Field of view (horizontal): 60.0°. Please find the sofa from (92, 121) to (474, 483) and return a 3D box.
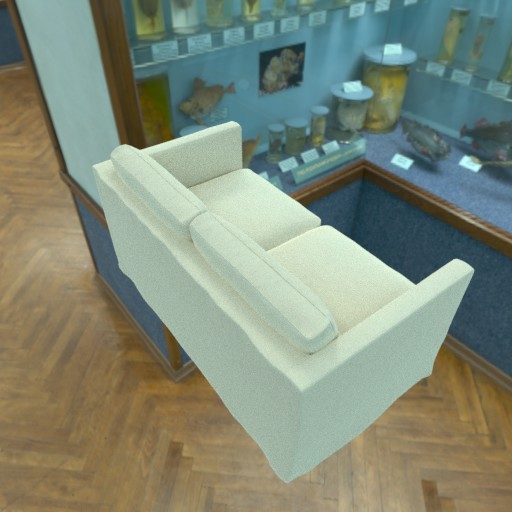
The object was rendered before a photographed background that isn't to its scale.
[{"bbox_3d":[0.000,0.000,2.270,0.962,0.834,1.746,-26,48,-27],"label":"sofa"}]
